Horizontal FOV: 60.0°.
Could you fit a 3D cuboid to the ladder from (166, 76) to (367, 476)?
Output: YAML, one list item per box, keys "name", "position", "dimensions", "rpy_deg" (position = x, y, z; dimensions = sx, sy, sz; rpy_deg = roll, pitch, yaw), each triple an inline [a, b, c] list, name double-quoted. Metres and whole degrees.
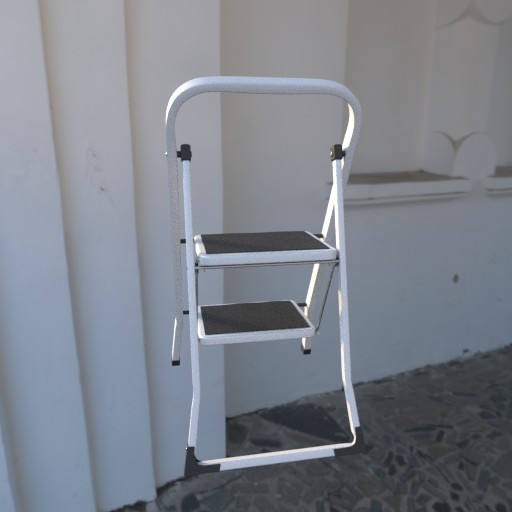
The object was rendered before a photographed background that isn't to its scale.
- name: "ladder"
  position: [0.000, 0.000, 1.125]
  dimensions: [0.460, 0.810, 0.544]
  rpy_deg: [-3, 14, -10]
